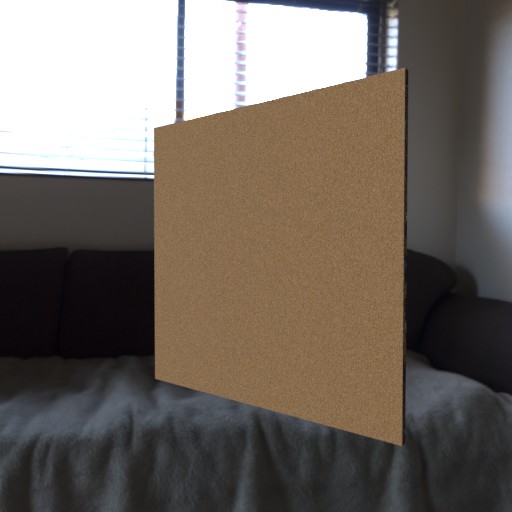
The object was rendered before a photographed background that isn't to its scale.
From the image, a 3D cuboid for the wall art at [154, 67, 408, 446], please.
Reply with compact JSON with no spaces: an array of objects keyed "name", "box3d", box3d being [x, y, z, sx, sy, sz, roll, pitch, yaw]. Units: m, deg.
[{"name":"wall art","box3d":[0.000,0.000,0.600,0.404,0.406,0.010,1,2,37]}]
